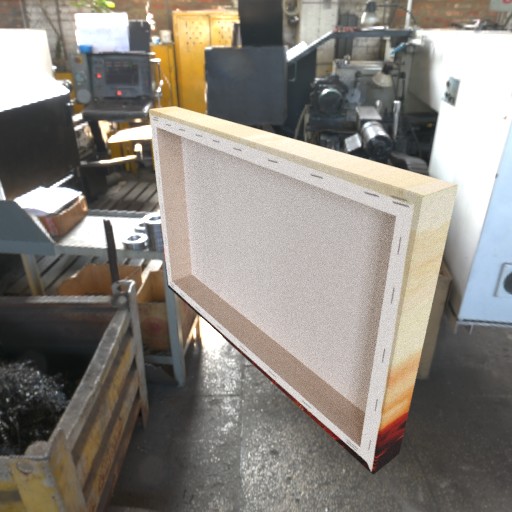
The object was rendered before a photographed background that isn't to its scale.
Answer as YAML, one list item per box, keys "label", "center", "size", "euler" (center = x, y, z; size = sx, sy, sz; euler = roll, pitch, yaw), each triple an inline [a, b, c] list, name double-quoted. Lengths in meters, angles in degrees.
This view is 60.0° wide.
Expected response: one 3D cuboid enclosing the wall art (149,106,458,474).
- label: "wall art"
  center: [0.000, 0.000, 0.466]
  size: [0.037, 0.251, 0.383]
  euler: [-19, 33, -32]
